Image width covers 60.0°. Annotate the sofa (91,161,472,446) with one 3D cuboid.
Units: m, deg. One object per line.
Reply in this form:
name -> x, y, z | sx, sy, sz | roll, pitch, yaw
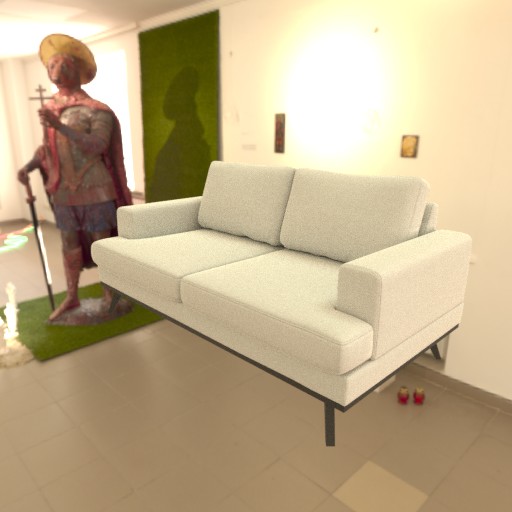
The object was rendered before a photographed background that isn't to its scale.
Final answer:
sofa -> 0.000, 0.000, 2.133 | 0.920, 0.810, 1.650 | -15, 22, -42
